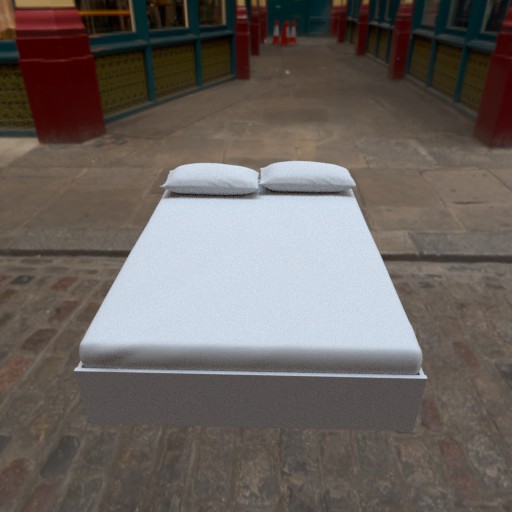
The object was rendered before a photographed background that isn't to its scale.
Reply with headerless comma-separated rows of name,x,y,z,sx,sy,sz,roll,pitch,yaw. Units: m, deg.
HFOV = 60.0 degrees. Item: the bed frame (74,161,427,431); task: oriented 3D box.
bed frame,0.000,0.000,2.653,1.450,0.629,1.950,1,30,1
